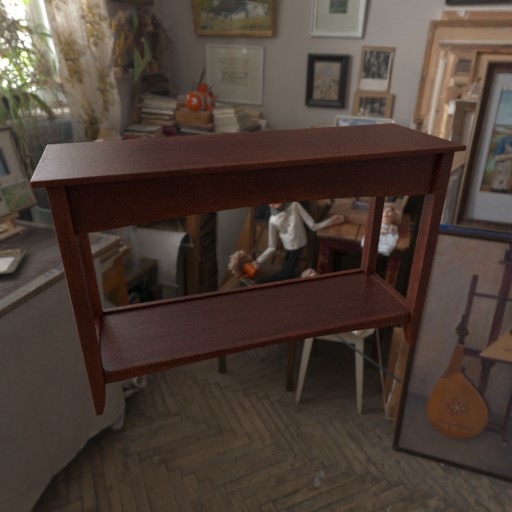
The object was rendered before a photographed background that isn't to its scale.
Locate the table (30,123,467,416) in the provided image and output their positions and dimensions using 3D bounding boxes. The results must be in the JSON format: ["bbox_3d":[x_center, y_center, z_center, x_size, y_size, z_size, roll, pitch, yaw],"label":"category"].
[{"bbox_3d":[0.000,0.000,1.484,1.188,0.739,0.392,-8,28,-16],"label":"table"}]
